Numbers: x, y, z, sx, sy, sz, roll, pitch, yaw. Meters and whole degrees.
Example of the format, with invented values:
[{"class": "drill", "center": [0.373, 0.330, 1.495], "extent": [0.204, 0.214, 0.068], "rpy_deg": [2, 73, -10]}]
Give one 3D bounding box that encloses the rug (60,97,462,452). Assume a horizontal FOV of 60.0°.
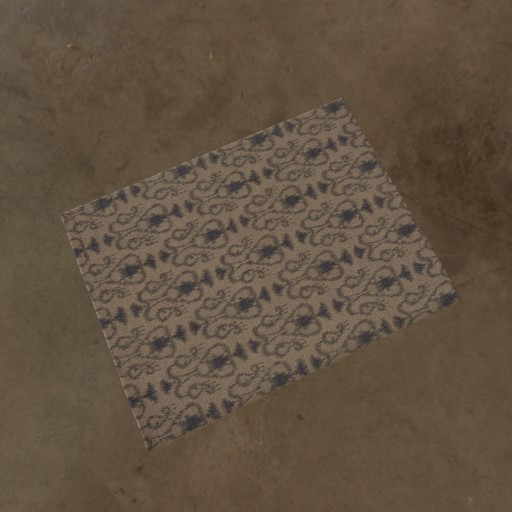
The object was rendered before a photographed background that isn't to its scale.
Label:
[{"class": "rug", "center": [0.000, 0.000, 4.320], "extent": [3.205, 0.015, 2.437], "rpy_deg": [-24, 76, -6]}]
